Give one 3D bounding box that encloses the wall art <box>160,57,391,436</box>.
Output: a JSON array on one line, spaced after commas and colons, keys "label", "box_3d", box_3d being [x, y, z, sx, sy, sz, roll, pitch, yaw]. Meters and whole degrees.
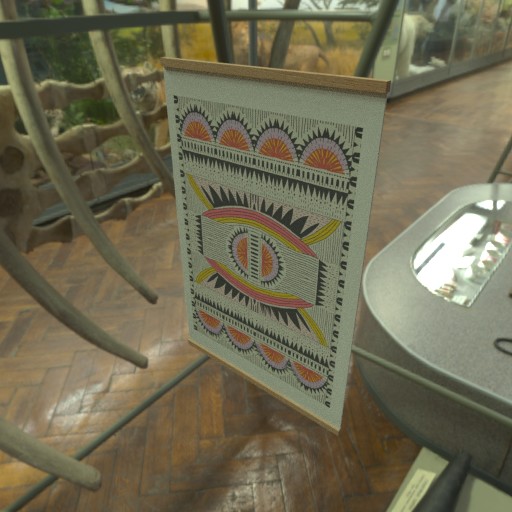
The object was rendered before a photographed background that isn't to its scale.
[{"label": "wall art", "box_3d": [0.000, 0.000, 1.941, 0.999, 1.533, 0.028, 22, 37, 33]}]
